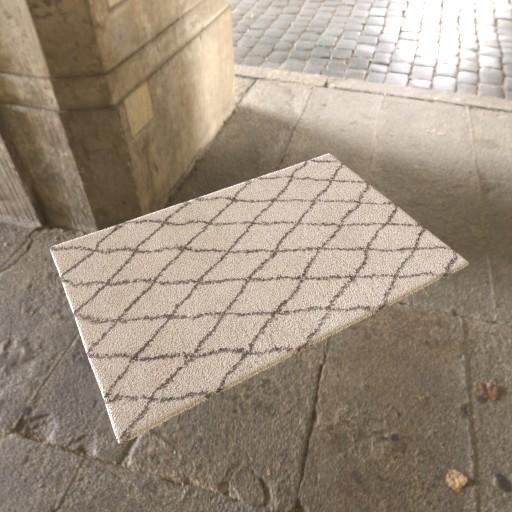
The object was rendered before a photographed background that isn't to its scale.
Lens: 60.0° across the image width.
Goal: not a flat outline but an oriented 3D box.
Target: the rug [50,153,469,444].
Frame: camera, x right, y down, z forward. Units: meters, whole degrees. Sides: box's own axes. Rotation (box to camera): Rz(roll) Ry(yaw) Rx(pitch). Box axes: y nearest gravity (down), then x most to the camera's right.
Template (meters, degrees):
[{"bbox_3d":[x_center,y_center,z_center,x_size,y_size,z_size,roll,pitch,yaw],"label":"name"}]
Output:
[{"bbox_3d":[0.000,0.000,3.440,2.743,0.030,1.778,-22,49,-21],"label":"rug"}]
